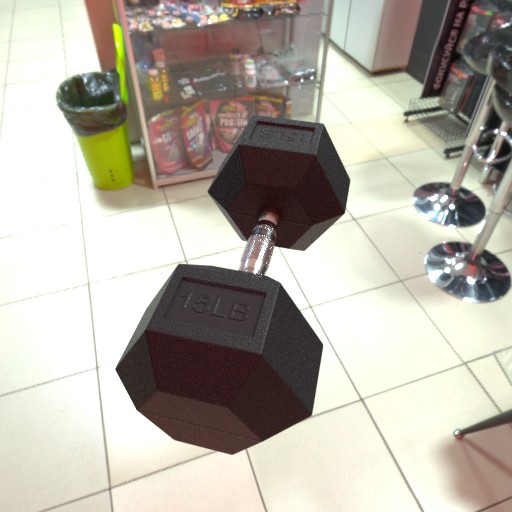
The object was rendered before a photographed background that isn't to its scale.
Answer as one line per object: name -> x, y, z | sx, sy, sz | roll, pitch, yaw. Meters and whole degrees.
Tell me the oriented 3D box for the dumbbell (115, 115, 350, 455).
dumbbell -> 0.000, 0.000, 0.339 | 0.122, 0.106, 0.271 | 10, 47, 10
